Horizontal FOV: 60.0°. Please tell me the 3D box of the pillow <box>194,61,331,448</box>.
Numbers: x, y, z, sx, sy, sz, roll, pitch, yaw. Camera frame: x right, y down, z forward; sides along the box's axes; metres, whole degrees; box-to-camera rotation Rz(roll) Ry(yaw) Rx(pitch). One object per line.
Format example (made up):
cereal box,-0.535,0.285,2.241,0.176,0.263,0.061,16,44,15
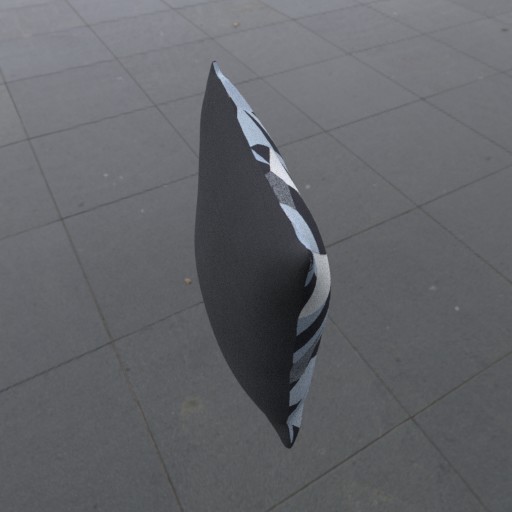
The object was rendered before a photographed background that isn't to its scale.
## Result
pillow,0.000,0.000,0.778,0.208,0.496,0.503,-11,48,-10
